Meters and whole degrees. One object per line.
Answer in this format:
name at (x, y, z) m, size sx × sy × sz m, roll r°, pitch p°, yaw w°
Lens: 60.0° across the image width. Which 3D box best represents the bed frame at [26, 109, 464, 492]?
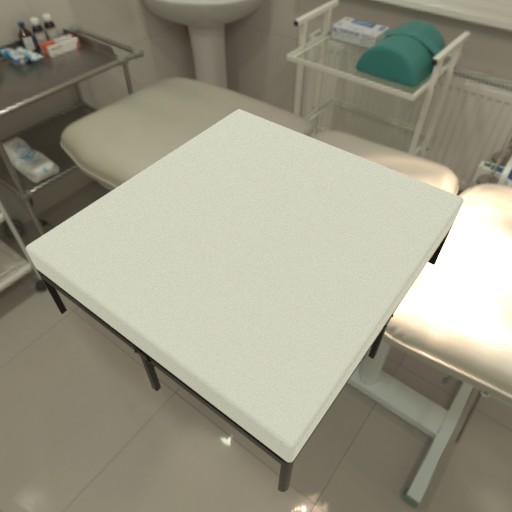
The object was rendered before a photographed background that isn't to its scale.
bed frame at (0.000, 0.000, 3.051) m, size 1.963 × 0.659 × 2.079 m, roll 29°, pitch 54°, yaw 24°
